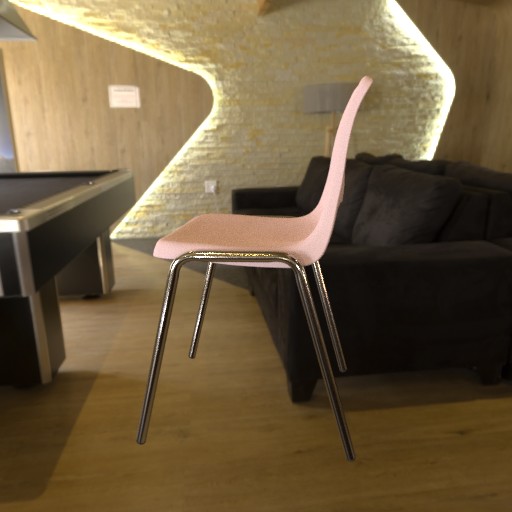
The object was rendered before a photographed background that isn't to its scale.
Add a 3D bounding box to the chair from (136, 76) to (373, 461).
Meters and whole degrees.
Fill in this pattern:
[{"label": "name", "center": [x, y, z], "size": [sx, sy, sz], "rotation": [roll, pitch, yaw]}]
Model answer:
[{"label": "chair", "center": [0.000, 0.000, 0.949], "size": [0.436, 0.704, 0.381], "rotation": [2, 15, 8]}]
